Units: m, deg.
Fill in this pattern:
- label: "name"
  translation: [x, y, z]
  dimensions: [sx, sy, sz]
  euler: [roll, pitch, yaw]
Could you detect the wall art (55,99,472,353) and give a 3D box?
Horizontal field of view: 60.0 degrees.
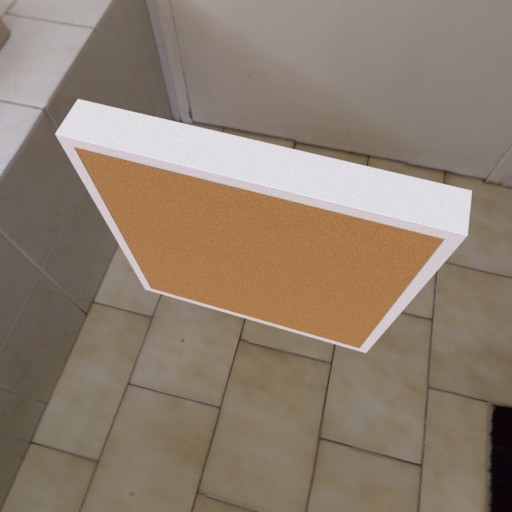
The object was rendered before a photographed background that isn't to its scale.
- label: "wall art"
  translation: [0.000, 0.000, 0.457]
  dimensions: [0.305, 0.305, 0.038]
  euler: [15, 64, 7]
